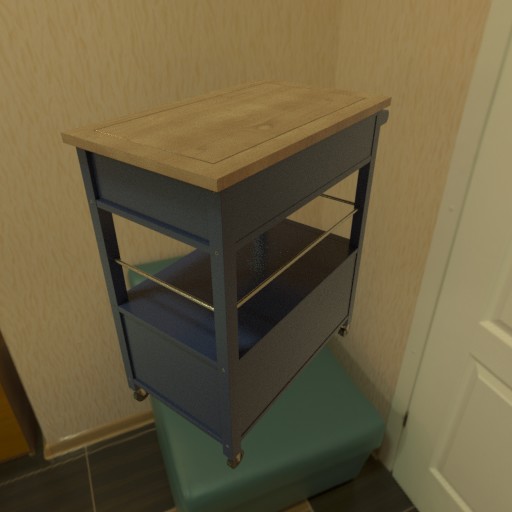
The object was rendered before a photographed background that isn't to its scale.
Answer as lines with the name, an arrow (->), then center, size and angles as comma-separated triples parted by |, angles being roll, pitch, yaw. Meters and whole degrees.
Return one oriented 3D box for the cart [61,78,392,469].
cart -> 0.000, 0.000, 1.389 | 0.459, 0.901, 0.840 | 22, 38, 30
